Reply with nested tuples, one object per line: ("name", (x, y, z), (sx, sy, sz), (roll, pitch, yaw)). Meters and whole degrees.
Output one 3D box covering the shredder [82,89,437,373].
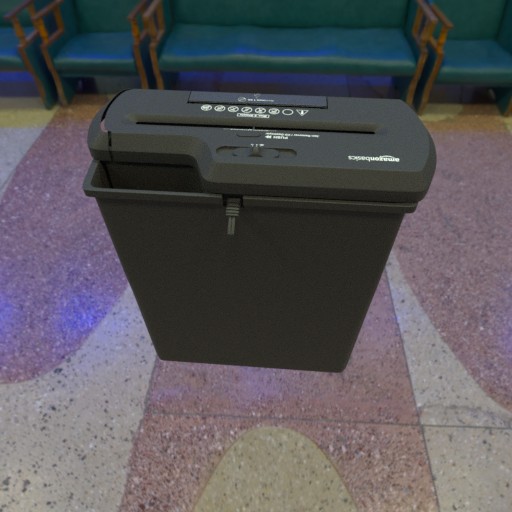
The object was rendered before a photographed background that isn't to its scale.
("shredder", (0.000, 0.000, 0.510), (0.320, 0.335, 0.170), (3, 48, 3))
